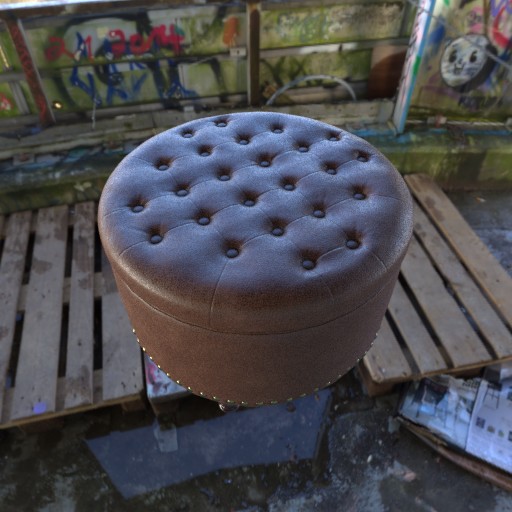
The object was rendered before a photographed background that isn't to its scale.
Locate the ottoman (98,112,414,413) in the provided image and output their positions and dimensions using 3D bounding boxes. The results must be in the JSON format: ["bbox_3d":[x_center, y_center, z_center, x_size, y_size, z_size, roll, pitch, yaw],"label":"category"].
[{"bbox_3d":[0.000,0.000,1.048,0.637,0.442,0.637,0,46,0],"label":"ottoman"}]
